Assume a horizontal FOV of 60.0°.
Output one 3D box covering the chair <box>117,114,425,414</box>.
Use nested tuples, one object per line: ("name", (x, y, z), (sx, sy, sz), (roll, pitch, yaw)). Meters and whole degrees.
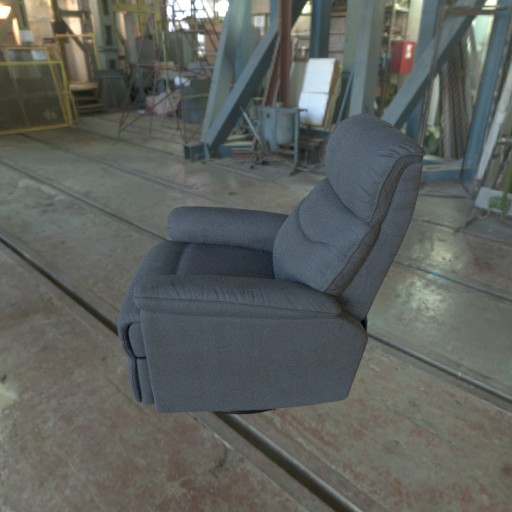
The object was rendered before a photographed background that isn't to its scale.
("chair", (0.000, 0.000, 1.749), (1.004, 1.037, 0.820), (0, 26, -1))
